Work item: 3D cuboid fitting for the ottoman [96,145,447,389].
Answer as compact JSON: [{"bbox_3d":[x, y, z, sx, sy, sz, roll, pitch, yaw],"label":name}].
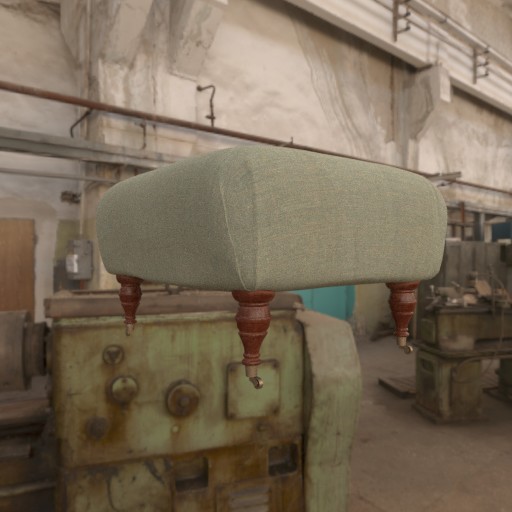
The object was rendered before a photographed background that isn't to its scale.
[{"bbox_3d":[0.000,0.000,1.137,0.622,0.450,0.747,0,0,-37],"label":"ottoman"}]
